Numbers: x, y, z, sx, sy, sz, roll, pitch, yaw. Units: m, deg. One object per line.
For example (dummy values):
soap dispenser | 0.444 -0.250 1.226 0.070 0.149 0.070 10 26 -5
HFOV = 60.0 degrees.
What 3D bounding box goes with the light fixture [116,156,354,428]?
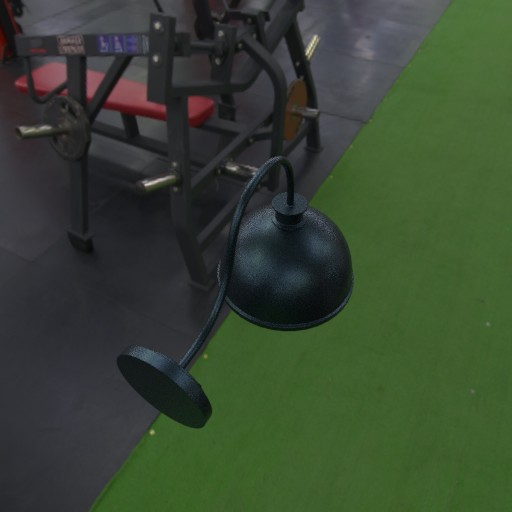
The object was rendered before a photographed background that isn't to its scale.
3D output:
light fixture | 0.000 0.000 0.661 0.253 0.295 0.467 23 50 21
